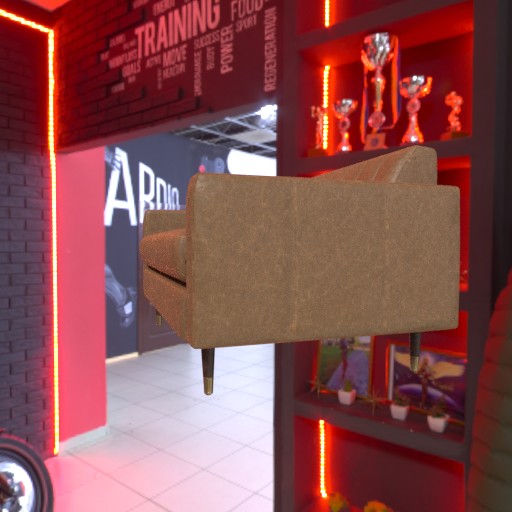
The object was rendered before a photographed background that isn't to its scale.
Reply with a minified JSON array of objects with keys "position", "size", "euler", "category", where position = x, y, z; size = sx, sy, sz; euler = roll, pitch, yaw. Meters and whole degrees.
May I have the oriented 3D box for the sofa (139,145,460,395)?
[{"position":[0.000,0.000,2.067],"size":[0.960,0.820,1.549],"euler":[-1,2,-19],"category":"sofa"}]
